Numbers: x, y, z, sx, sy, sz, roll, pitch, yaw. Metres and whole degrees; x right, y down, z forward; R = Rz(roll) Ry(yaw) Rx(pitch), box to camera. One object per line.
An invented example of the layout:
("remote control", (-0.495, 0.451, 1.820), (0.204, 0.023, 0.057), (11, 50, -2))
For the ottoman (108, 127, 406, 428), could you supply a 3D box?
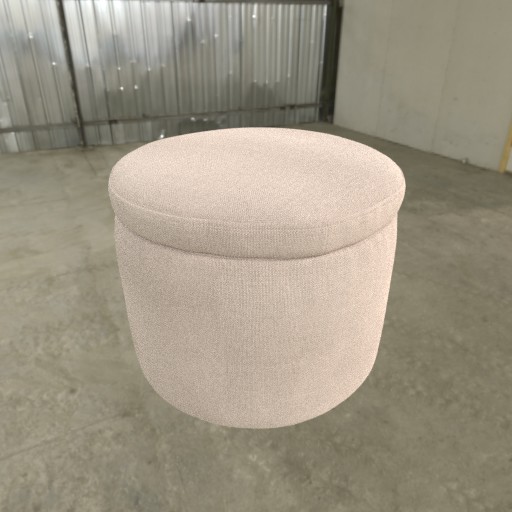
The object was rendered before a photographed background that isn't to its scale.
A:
("ottoman", (0.000, 0.000, 0.841), (0.497, 0.409, 0.497), (0, 28, 0))
